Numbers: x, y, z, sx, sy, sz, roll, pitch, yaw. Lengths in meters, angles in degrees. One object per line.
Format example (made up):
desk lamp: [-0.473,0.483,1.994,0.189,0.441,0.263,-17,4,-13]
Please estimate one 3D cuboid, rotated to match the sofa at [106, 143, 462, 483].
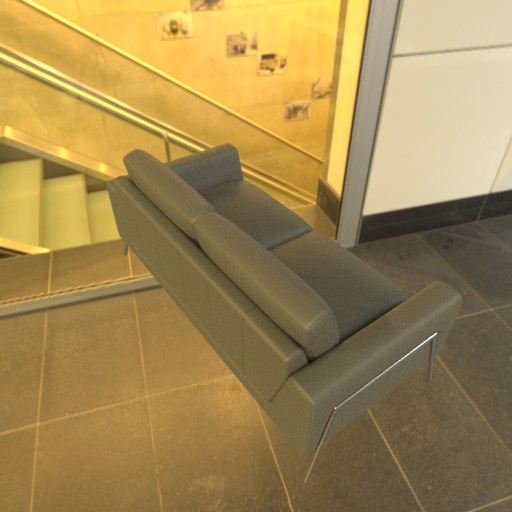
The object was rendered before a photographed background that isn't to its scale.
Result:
sofa: [0.000,0.000,2.566,0.953,0.875,2.017,-25,46,-27]
